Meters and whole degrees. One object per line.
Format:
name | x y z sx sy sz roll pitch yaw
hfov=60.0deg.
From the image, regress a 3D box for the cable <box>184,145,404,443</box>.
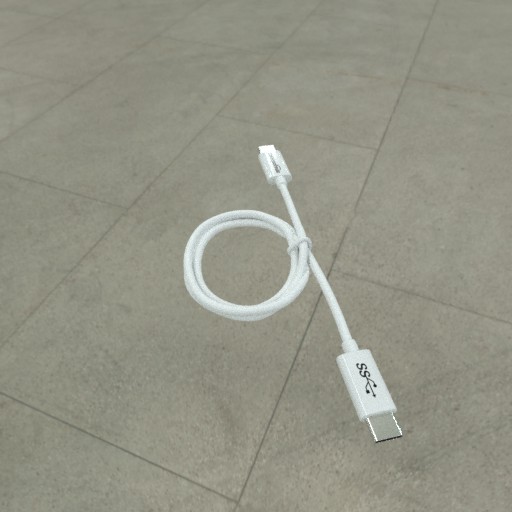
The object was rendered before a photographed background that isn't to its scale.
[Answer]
cable | 0.000 0.000 0.211 0.070 0.014 0.186 -9 48 -9
